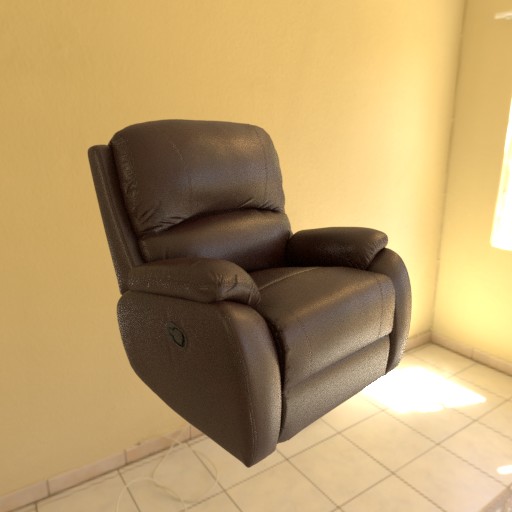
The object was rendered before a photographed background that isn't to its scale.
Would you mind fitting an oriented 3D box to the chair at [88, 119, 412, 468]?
[{"bbox_3d":[0.000,0.000,1.695,0.930,1.011,0.899,-14,21,-42],"label":"chair"}]
